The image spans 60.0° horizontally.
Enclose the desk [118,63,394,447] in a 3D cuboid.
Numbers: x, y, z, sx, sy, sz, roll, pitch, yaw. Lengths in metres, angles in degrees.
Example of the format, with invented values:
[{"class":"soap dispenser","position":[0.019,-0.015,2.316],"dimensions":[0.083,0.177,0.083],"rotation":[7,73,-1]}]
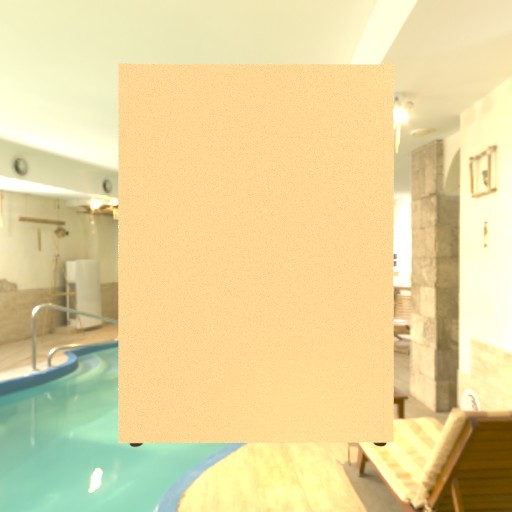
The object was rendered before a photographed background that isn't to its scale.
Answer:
[{"class":"desk","position":[0.000,0.000,1.563],"dimensions":[0.850,1.190,0.390],"rotation":[0,0,0]}]
